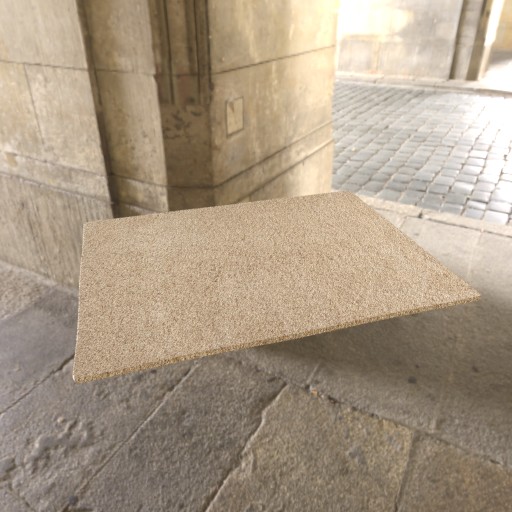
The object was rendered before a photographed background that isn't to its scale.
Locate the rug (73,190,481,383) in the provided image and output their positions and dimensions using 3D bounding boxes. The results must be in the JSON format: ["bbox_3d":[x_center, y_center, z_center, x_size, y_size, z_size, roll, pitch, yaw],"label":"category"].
[{"bbox_3d":[0.000,0.000,2.126,1.600,0.025,1.199,-9,32,-14],"label":"rug"}]
